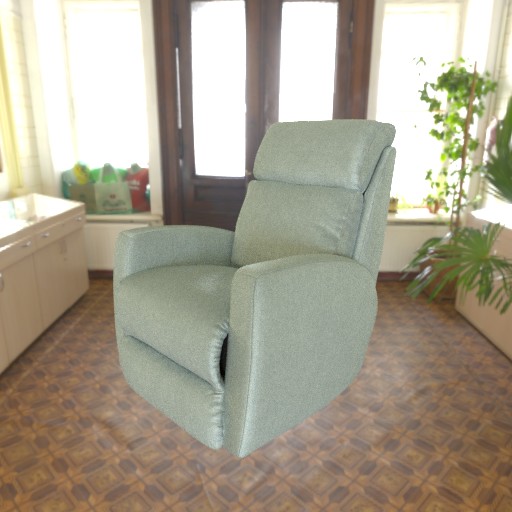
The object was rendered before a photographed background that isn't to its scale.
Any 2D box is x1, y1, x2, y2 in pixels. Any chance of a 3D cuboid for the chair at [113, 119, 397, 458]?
[{"bbox_3d":[0.000,0.000,1.704,0.940,1.013,0.812,-15,22,-43],"label":"chair"}]
